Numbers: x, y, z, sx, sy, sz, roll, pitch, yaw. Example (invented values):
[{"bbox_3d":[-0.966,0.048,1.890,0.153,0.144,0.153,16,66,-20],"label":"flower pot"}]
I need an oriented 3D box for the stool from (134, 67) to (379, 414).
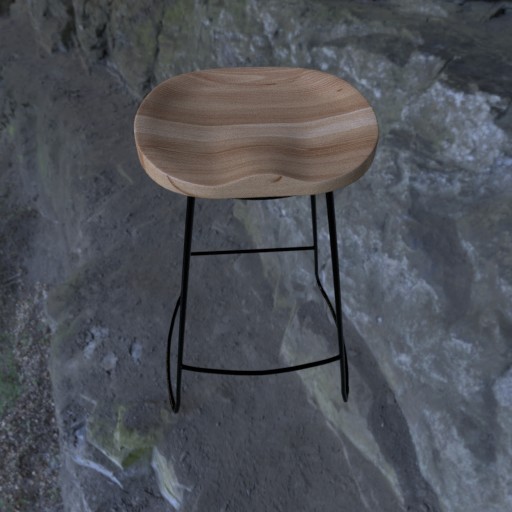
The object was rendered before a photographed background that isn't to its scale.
[{"bbox_3d":[0.000,0.000,0.964,0.480,0.679,0.401,-3,45,-3],"label":"stool"}]
